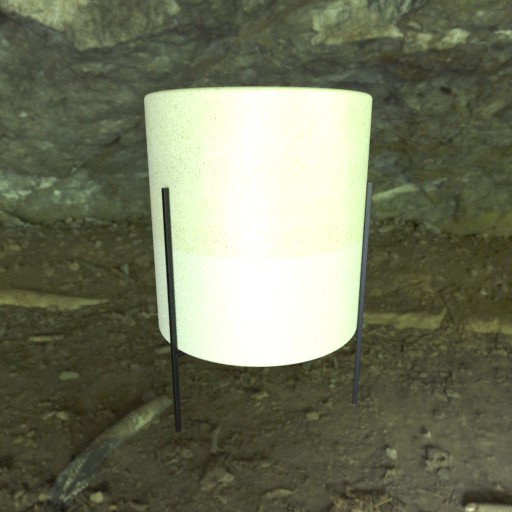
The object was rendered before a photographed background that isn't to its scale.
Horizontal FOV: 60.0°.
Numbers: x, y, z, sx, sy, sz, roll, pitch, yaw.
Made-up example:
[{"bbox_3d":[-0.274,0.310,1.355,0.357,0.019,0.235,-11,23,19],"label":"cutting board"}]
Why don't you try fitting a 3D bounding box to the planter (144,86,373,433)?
[{"bbox_3d":[0.000,0.000,0.710,0.333,0.483,0.324,-15,22,-42],"label":"planter"}]
